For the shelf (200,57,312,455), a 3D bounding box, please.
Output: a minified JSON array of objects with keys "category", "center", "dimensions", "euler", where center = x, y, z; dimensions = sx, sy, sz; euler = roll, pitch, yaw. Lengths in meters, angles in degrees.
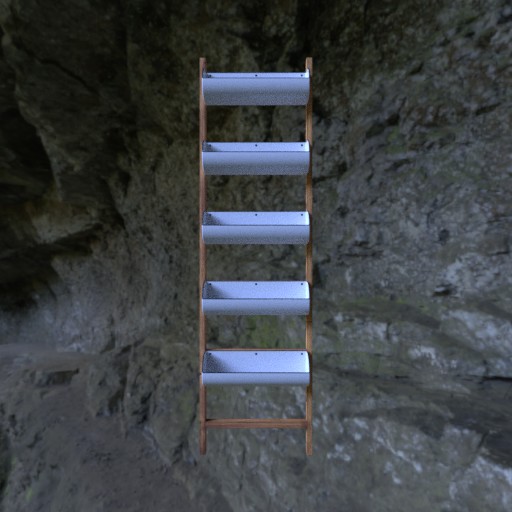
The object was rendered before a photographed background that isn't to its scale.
[{"category":"shelf","center":[0.000,0.000,1.750],"dimensions":[0.454,1.600,0.141],"euler":[0,0,0]}]
